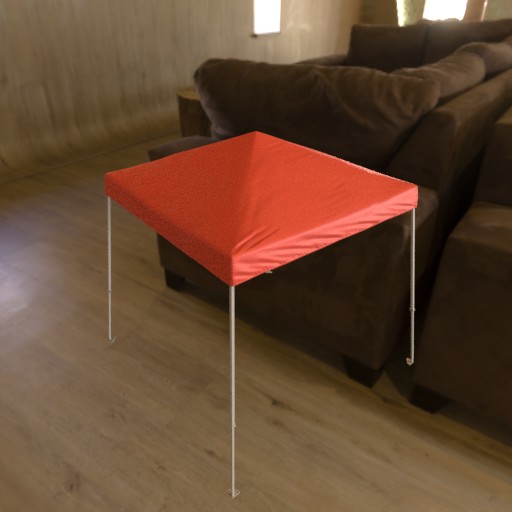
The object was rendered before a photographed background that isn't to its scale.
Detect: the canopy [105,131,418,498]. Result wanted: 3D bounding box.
[{"bbox_3d":[0.000,0.000,5.107,2.850,2.850,2.849,-22,36,-33],"label":"canopy"}]
